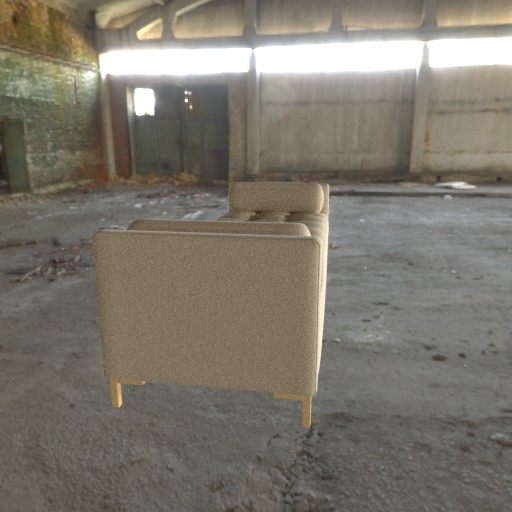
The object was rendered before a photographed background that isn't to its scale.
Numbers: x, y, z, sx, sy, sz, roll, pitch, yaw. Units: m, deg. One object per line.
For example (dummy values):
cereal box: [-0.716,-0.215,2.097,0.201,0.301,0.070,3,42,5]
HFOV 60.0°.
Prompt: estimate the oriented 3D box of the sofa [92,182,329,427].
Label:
sofa: [0.000,0.000,2.350,0.746,0.641,1.985,2,14,9]
